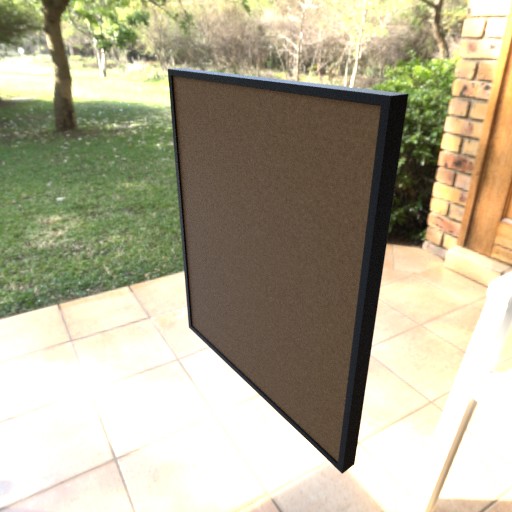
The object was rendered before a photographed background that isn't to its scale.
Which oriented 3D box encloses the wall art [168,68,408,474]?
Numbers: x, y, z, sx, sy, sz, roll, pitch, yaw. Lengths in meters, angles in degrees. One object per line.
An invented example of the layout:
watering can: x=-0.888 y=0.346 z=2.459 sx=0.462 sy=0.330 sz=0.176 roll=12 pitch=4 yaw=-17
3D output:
wall art: x=0.000 y=0.000 z=0.509 sx=0.019 sy=0.381 sz=0.330 roll=-19 pitch=32 yaw=-33
